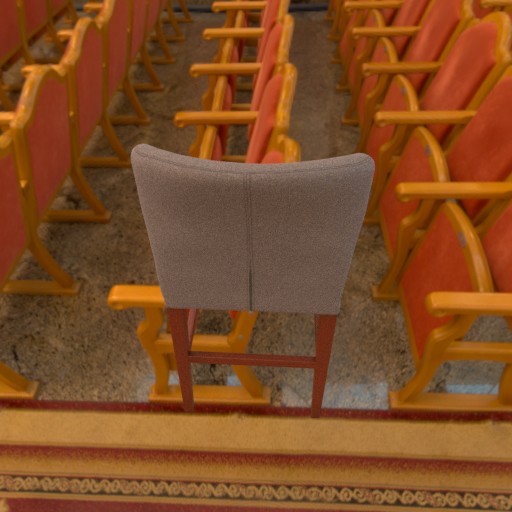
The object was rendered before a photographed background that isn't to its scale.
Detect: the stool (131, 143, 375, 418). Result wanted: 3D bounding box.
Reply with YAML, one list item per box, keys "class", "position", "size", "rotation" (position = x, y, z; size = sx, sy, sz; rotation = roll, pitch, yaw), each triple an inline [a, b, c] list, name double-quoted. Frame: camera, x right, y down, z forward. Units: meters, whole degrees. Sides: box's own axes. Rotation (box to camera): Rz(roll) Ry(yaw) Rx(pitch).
- class: "stool"
  position: [0.000, 0.000, 1.285]
  size: [0.481, 0.968, 0.568]
  rotation: [2, 46, 2]
